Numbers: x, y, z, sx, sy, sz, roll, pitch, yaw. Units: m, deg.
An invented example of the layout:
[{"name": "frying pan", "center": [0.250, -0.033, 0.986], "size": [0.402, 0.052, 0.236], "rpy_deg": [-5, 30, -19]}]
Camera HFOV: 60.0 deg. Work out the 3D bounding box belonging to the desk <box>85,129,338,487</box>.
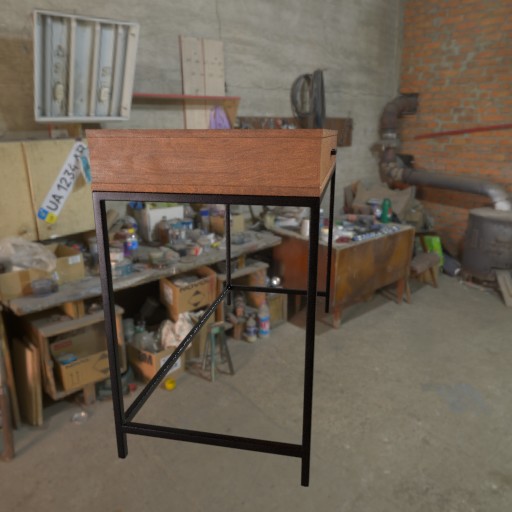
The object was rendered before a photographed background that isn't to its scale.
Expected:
[{"name": "desk", "center": [0.000, 0.000, 1.396], "size": [0.470, 0.762, 1.016], "rpy_deg": [3, 16, 11]}]
